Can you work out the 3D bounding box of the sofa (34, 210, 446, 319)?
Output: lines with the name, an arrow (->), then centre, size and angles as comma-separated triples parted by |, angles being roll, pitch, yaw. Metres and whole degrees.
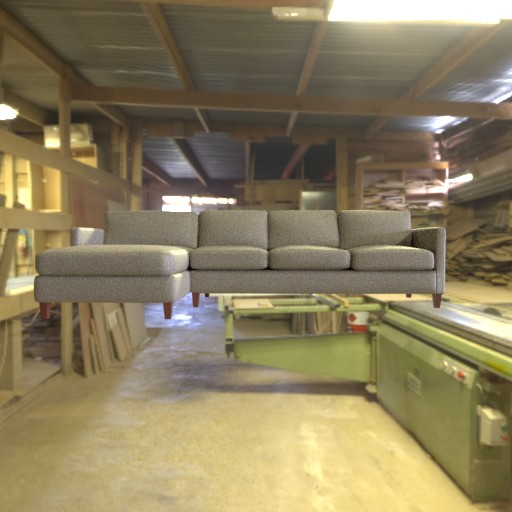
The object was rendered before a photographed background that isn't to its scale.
sofa -> 0.000, 0.000, 3.830 | 3.201, 0.876, 1.502 | 0, 2, 1
